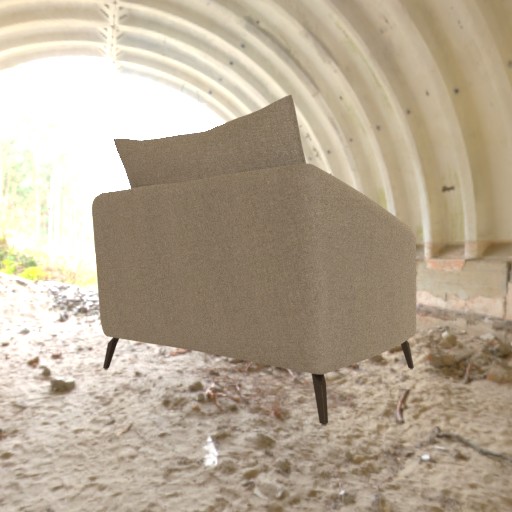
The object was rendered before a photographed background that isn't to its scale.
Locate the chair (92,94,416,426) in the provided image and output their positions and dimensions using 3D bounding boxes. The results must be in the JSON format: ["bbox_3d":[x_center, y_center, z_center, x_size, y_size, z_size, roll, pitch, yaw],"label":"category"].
[{"bbox_3d":[0.000,0.000,1.669,1.029,0.856,0.801,0,0,37],"label":"chair"}]
